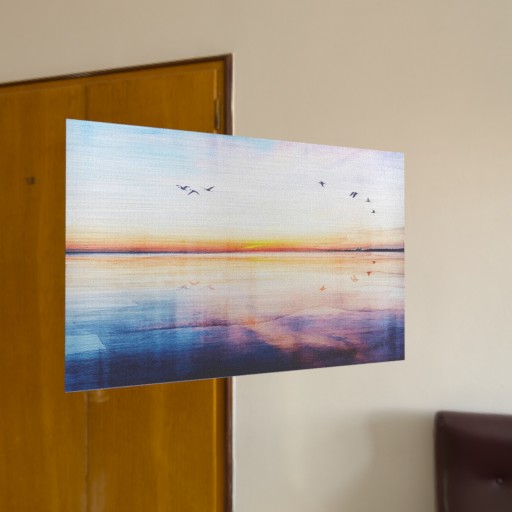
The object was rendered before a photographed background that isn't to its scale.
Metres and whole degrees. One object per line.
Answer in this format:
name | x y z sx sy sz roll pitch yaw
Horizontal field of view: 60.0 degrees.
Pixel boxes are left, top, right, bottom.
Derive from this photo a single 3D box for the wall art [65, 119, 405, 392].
wall art | 0.000 0.000 1.153 0.911 0.605 0.037 0 -1 -20
